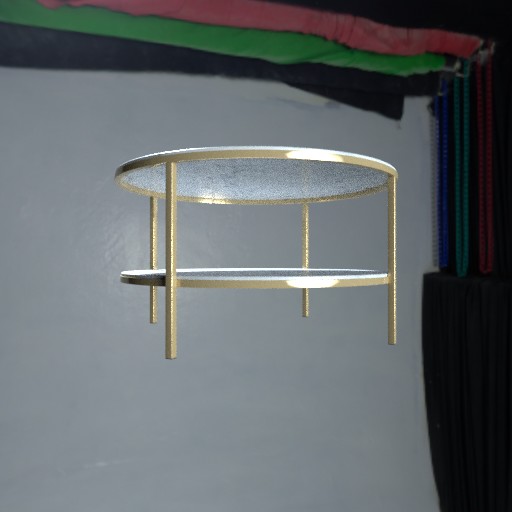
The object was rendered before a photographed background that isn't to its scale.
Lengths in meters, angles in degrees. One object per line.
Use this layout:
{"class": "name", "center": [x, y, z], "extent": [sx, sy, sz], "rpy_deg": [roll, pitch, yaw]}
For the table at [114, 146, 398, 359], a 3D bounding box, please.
{"class": "table", "center": [0.000, 0.000, 1.311], "extent": [0.800, 0.450, 0.800], "rpy_deg": [0, 0, 0]}
